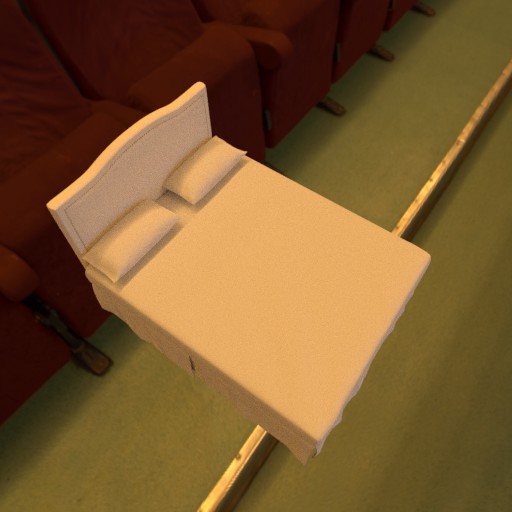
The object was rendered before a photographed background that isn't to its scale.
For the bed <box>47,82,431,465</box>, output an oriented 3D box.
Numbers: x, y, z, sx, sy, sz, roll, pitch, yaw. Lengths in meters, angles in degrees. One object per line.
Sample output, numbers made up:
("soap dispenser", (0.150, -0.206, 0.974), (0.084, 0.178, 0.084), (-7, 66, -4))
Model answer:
("bed", (0.000, 0.000, 3.655), (2.477, 1.437, 1.977), (31, 63, 18))
